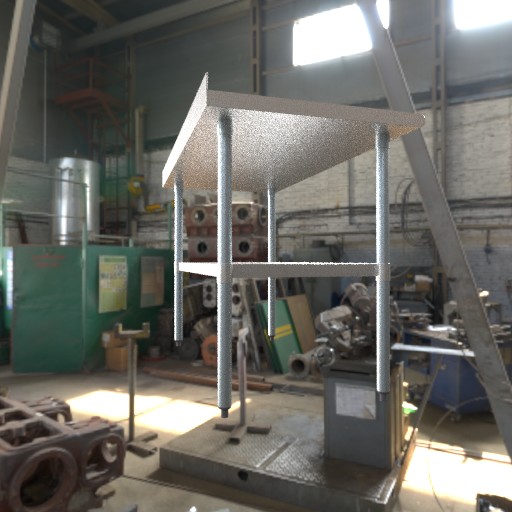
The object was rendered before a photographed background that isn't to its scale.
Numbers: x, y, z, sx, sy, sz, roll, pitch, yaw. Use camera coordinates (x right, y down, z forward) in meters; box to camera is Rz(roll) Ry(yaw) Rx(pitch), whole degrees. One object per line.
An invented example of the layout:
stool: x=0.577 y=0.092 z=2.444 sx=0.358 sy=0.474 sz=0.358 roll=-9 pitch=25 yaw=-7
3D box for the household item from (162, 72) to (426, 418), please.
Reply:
household item: x=0.000 y=0.000 z=1.711 sx=0.610 sy=0.851 sz=1.219 roll=0 pitch=-1 yaw=-17
